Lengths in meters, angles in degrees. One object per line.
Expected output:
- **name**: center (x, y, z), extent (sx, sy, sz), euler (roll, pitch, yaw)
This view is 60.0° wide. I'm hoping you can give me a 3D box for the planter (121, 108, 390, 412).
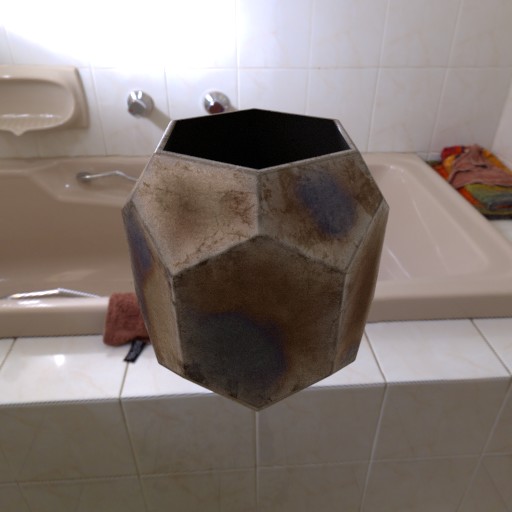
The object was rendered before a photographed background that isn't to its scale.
- **planter**: center (0.000, 0.000, 0.428), extent (0.243, 0.238, 0.221), euler (-1, 32, -1)
